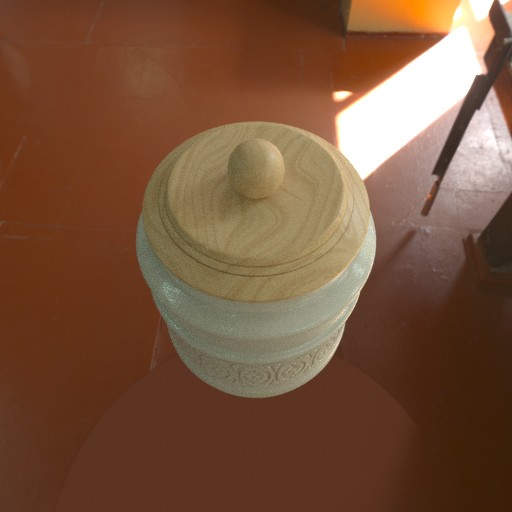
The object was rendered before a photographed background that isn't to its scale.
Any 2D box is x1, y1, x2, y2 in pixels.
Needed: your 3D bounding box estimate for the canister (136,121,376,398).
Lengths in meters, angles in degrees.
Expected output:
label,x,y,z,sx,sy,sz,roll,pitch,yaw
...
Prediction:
label,x,y,z,sx,sy,sz,roll,pitch,yaw
canister,0.000,0.000,0.266,0.130,0.176,0.130,0,58,0
